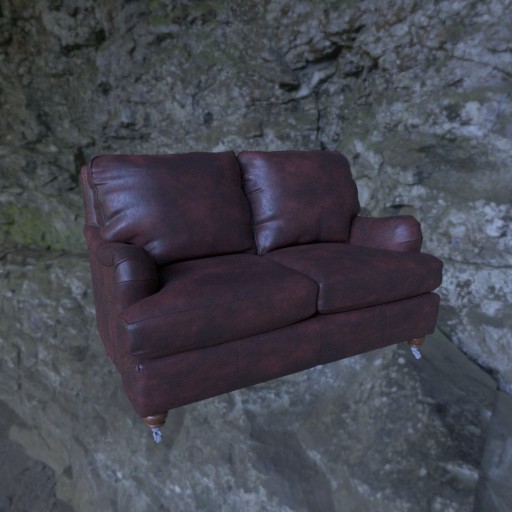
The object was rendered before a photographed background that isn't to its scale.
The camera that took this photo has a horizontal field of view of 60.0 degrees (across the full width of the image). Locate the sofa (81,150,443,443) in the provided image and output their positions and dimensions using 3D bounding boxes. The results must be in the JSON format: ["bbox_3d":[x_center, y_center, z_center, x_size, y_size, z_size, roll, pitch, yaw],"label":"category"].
[{"bbox_3d":[0.000,0.000,2.328,1.628,1.070,1.148,-8,17,-28],"label":"sofa"}]
